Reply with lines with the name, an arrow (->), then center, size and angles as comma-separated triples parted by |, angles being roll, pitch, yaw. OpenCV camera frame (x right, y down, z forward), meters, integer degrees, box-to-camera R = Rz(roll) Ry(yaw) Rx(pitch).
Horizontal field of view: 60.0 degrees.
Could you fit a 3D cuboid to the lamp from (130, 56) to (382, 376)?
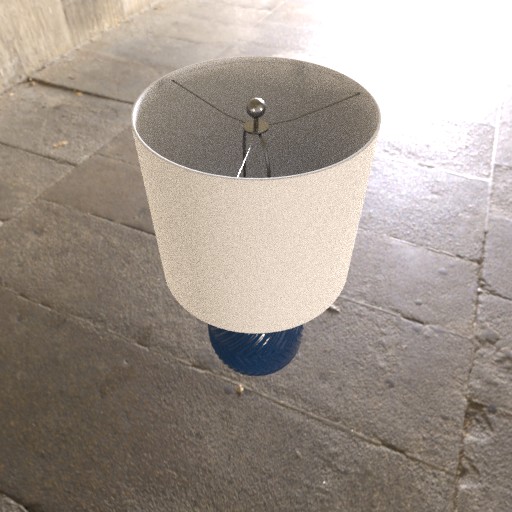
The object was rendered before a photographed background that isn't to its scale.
lamp -> 0.000, 0.000, 0.493 | 0.203, 0.368, 0.203 | -16, 48, -15
